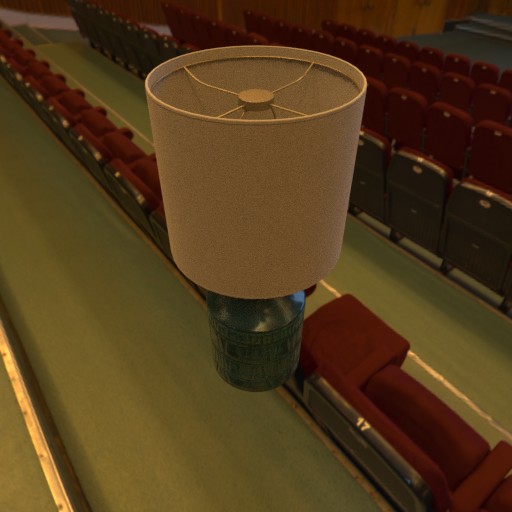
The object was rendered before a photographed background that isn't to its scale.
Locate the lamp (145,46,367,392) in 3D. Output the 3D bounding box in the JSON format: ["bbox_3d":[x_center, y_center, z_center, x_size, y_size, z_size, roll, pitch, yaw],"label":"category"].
[{"bbox_3d":[0.000,0.000,0.575,0.211,0.455,0.211,-26,46,-27],"label":"lamp"}]
